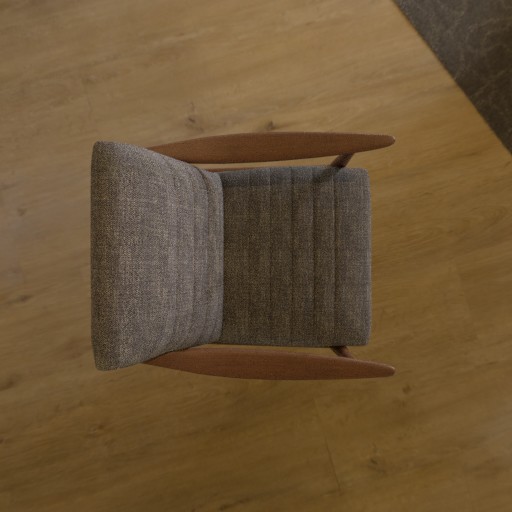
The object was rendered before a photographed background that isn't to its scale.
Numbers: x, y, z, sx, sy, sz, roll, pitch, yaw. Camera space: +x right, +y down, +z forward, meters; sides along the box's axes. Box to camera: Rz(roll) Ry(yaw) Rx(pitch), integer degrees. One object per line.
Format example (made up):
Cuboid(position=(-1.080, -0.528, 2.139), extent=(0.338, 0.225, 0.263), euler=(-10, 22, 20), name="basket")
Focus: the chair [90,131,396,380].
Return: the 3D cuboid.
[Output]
Cuboid(position=(0.000, 0.000, 1.451), extent=(0.798, 0.832, 0.741), euler=(0, 90, 0), name="chair")
